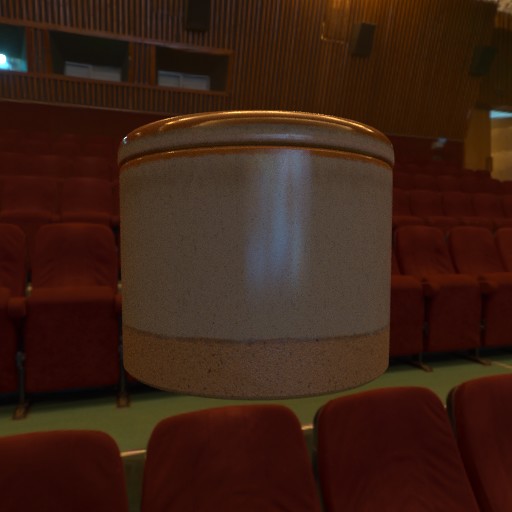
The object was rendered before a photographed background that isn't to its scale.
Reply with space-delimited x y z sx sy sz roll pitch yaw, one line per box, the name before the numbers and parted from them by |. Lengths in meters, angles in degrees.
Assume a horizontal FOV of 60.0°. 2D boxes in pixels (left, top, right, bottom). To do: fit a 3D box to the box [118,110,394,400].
box | 0.000 0.000 0.207 0.123 0.100 0.123 0 1 0
